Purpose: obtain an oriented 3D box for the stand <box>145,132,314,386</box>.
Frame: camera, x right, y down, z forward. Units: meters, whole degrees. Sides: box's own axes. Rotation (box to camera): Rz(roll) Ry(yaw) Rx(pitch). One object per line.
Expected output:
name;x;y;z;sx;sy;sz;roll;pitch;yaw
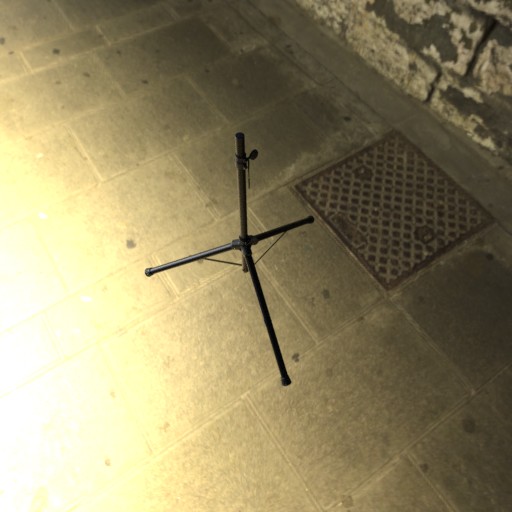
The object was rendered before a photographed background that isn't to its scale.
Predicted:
stand;0.000;0.000;1.927;1.045;1.136;0.907;-17;61;-10
